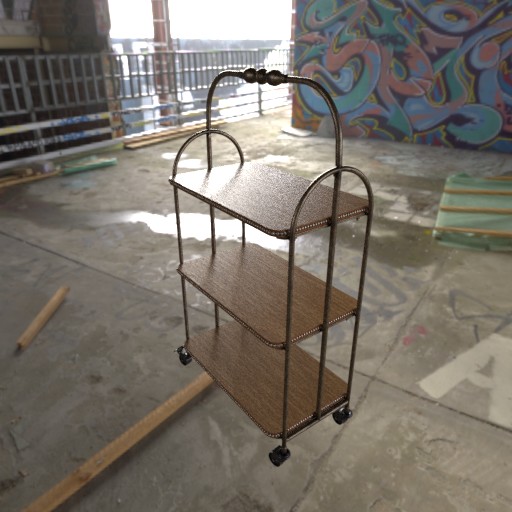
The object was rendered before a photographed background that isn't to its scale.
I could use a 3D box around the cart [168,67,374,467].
[{"bbox_3d":[0.000,0.000,1.342,0.330,1.052,0.650,-18,31,-32],"label":"cart"}]
